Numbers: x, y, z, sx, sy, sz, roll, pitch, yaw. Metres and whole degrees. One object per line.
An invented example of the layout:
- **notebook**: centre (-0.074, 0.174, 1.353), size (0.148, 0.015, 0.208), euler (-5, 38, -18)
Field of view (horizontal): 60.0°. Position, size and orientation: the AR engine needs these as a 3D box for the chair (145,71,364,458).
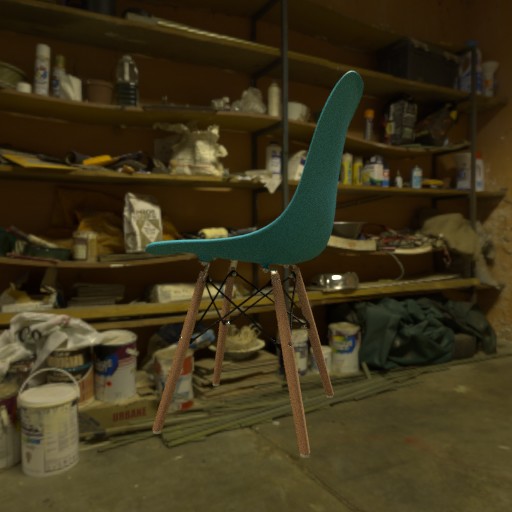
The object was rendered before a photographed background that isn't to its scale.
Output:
- **chair**: centre (0.000, 0.000, 1.142), size (0.531, 0.826, 0.470), euler (1, 2, 18)
